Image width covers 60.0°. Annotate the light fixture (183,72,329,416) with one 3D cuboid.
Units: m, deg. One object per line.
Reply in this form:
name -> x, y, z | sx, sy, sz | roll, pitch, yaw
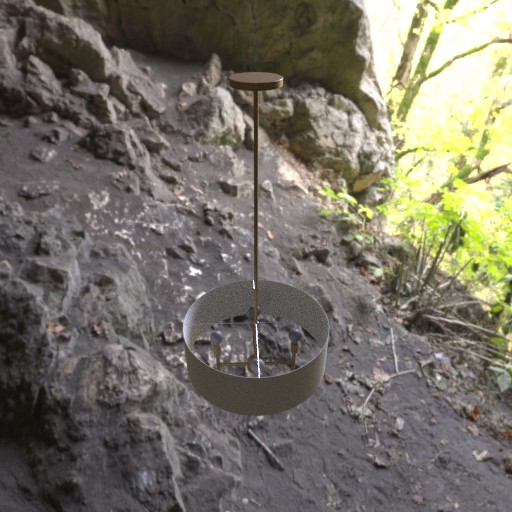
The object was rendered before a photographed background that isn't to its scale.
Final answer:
light fixture -> 0.000, 0.000, 1.401 | 0.508, 1.067, 0.508 | 0, 33, 0
